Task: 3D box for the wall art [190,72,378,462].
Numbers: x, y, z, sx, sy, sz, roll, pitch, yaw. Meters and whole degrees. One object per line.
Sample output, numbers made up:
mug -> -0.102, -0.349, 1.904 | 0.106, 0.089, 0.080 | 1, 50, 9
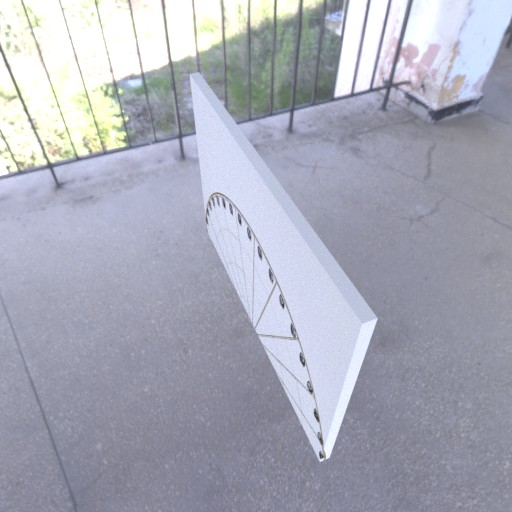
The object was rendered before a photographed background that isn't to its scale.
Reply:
wall art -> 0.000, 0.000, 1.489 | 0.038, 0.767, 1.144 | -17, 49, -15
